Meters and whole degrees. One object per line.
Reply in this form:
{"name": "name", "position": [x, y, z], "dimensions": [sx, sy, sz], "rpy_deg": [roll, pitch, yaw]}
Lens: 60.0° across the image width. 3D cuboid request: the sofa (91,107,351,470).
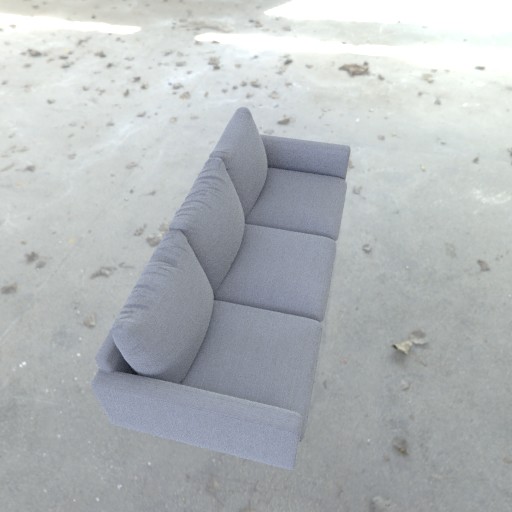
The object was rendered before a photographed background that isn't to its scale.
{"name": "sofa", "position": [0.000, 0.000, 2.445], "dimensions": [0.850, 0.830, 2.000], "rpy_deg": [10, 46, 10]}
